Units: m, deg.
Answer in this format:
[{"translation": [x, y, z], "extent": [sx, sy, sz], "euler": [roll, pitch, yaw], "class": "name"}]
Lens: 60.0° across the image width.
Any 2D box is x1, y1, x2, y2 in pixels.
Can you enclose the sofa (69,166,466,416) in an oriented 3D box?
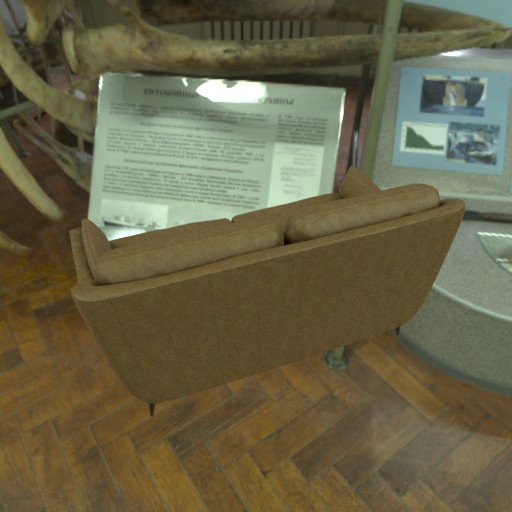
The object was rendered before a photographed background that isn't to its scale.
[{"translation": [0.000, 0.000, 2.264], "extent": [1.731, 0.886, 0.981], "euler": [-14, 42, -16], "class": "sofa"}]
